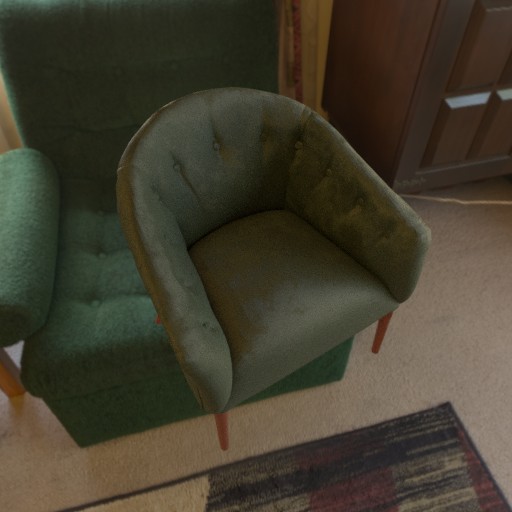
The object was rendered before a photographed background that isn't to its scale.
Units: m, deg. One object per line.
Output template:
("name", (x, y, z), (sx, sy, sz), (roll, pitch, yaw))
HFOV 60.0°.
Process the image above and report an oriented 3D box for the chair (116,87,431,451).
("chair", (0.000, 0.000, 1.512), (0.851, 0.885, 0.776), (-25, 51, -22))
